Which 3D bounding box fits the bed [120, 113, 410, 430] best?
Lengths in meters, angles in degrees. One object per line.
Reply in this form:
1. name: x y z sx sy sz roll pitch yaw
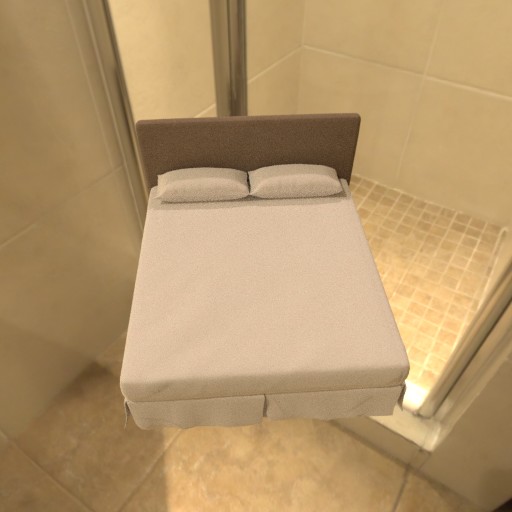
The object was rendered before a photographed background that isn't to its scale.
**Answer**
1. bed: 0.000 0.000 3.690 2.119 1.317 2.341 -3 46 -3
